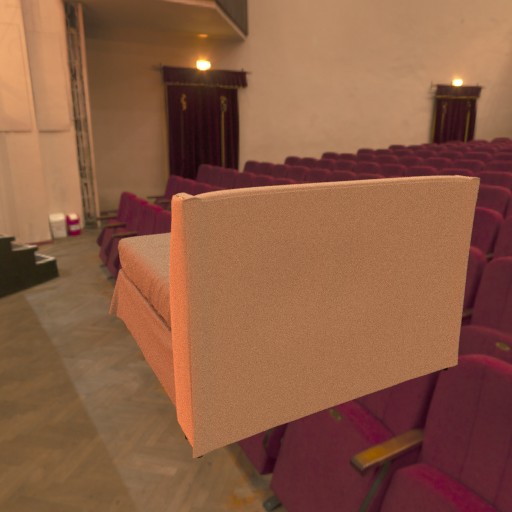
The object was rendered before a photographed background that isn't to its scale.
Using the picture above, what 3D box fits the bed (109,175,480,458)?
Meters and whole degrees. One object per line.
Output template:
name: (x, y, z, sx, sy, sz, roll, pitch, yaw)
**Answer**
bed: (0.000, 0.000, 3.382, 1.925, 1.332, 2.276, -8, 18, -27)
